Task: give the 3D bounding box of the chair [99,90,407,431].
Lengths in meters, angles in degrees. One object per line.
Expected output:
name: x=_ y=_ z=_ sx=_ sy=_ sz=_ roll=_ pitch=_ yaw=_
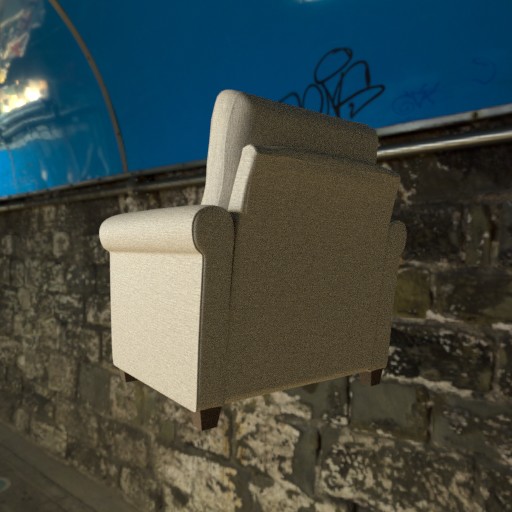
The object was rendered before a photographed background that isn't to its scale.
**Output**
chair: x=0.000 y=0.000 z=2.320 sx=1.275 sy=1.349 sz=1.180 roll=0 pitch=0 yaw=-36
